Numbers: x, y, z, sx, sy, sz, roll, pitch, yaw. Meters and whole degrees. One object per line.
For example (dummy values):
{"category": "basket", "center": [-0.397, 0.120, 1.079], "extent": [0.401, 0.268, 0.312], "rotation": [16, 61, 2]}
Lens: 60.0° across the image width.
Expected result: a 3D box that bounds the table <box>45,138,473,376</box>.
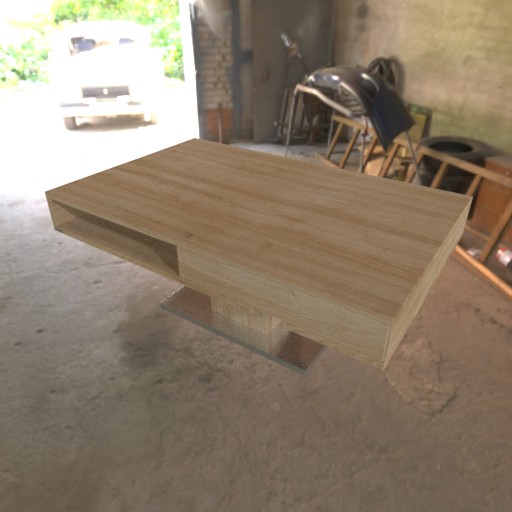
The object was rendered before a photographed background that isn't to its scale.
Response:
{"category": "table", "center": [0.000, 0.000, 1.460], "extent": [1.100, 0.440, 0.700], "rotation": [19, 36, 29]}
